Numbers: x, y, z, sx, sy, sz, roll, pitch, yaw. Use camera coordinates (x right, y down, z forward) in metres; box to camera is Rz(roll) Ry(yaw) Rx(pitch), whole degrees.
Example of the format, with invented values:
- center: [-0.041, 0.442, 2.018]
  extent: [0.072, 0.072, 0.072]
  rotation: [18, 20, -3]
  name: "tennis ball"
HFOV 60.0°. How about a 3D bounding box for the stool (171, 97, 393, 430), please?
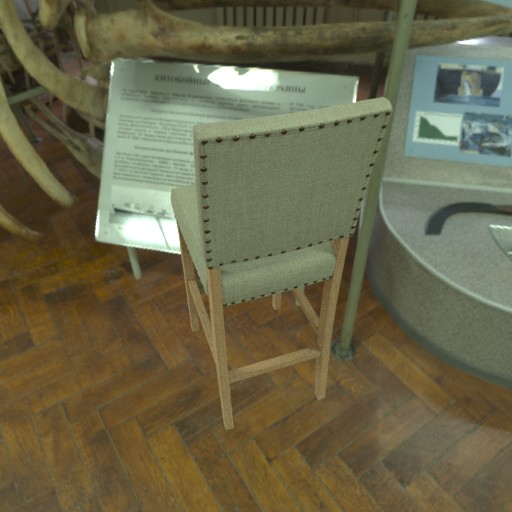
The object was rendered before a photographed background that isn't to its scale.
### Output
- center: [0.000, 0.000, 1.484]
  extent: [0.445, 1.203, 0.585]
  rotation: [-13, 43, -14]
  name: "stool"
